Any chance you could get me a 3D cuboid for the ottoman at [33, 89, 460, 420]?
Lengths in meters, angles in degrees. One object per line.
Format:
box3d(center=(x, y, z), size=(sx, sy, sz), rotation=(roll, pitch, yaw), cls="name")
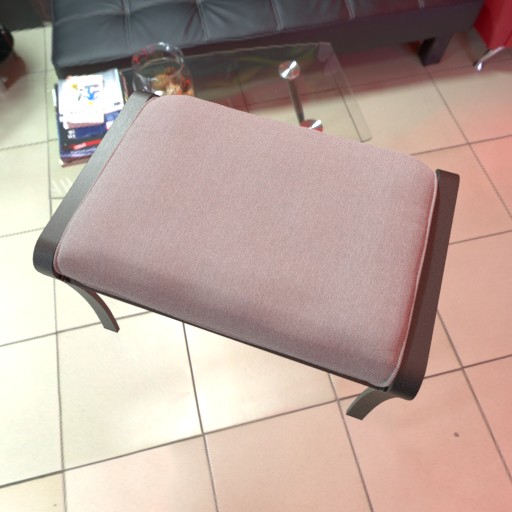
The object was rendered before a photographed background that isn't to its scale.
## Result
box3d(center=(0.000, 0.000, 0.872), size=(0.610, 0.422, 0.406), rotation=(17, 65, 8), cls="ottoman")
